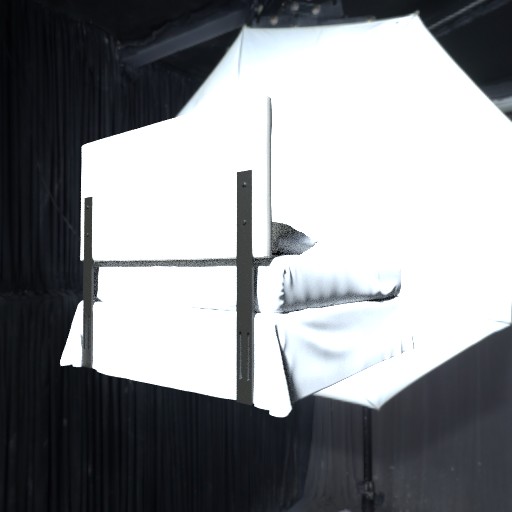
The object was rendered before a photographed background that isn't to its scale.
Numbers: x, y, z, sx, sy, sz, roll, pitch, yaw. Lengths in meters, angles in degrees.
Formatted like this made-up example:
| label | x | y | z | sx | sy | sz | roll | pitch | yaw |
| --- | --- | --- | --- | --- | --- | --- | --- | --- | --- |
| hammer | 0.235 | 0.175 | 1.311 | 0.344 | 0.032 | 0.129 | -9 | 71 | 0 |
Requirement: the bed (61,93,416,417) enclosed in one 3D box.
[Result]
| label | x | y | z | sx | sy | sz | roll | pitch | yaw |
| --- | --- | --- | --- | --- | --- | --- | --- | --- | --- |
| bed | 0.000 | 0.000 | 3.500 | 1.936 | 1.577 | 2.222 | -1 | -2 | 37 |
